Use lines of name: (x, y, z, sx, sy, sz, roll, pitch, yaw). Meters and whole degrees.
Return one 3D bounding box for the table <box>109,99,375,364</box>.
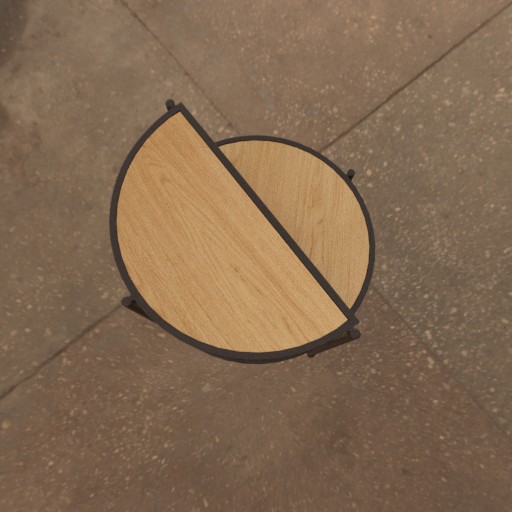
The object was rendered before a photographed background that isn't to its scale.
table: (0.000, 0.000, 1.194, 0.628, 0.684, 0.629, -36, 78, -9)
